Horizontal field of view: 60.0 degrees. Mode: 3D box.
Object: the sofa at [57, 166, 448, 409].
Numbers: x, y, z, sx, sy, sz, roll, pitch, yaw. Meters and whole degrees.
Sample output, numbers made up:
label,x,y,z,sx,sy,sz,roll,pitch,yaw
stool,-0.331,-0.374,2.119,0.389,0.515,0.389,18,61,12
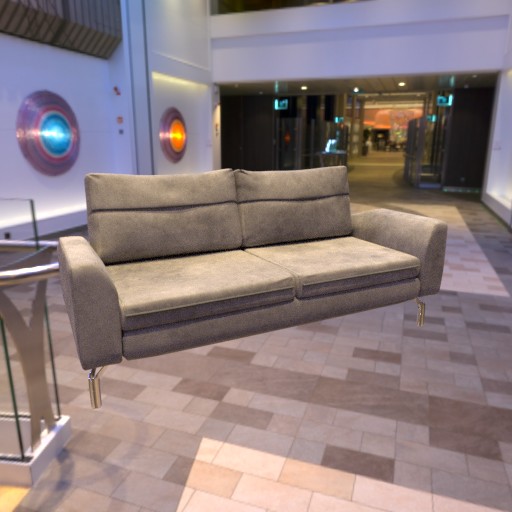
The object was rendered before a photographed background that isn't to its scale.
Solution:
label,x,y,z,sx,sy,sz,roll,pitch,yaw
sofa,0.000,0.000,2.289,1.837,0.859,0.849,-7,17,-26
